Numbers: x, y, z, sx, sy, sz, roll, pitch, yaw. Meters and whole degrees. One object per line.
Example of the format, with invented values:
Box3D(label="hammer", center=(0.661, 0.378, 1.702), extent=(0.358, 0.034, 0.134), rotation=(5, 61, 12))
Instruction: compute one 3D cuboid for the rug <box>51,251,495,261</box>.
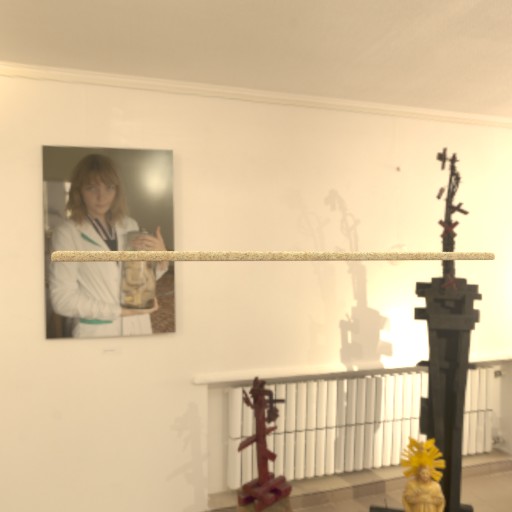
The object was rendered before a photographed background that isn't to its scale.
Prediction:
Box3D(label="rug", center=(0.000, 0.000, 3.291), extent=(2.528, 0.048, 2.009), rotation=(0, 0, -17))
